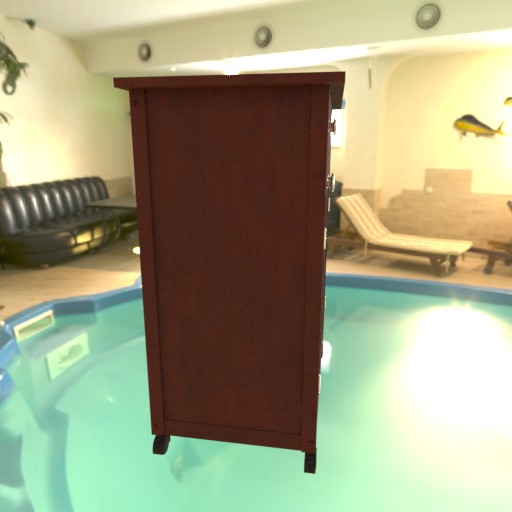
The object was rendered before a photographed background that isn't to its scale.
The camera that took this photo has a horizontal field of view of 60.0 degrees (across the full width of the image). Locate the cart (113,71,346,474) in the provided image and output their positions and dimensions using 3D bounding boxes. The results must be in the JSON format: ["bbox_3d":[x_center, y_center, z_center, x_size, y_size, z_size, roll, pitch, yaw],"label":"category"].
[{"bbox_3d":[0.000,0.000,1.253,0.442,0.864,0.683,2,14,10],"label":"cart"}]
